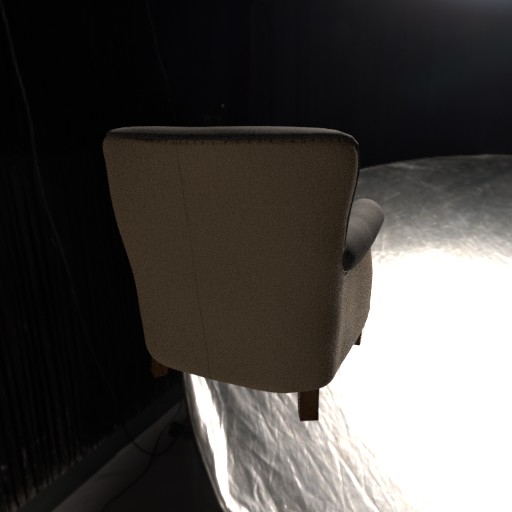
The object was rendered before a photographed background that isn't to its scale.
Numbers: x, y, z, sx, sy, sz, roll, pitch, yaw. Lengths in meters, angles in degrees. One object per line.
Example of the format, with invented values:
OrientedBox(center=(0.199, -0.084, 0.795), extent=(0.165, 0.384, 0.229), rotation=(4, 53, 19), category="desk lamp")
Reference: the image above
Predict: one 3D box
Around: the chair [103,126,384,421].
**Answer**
OrientedBox(center=(0.000, 0.000, 1.670), extent=(0.861, 0.936, 0.921), rotation=(8, 18, 26), category="chair")
